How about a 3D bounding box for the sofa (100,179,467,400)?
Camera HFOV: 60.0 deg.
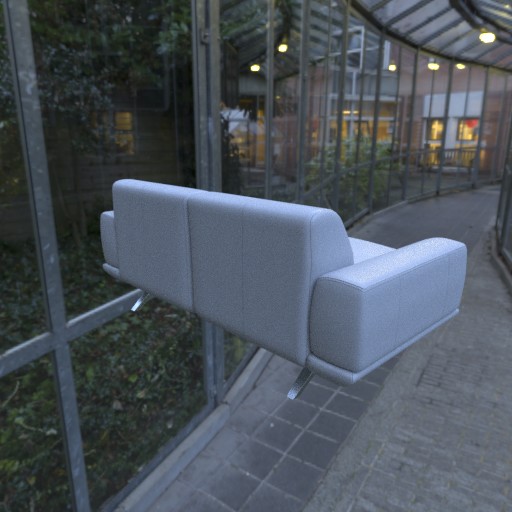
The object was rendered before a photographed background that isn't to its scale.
[{"bbox_3d":[0.000,0.000,2.400,0.900,0.772,1.901,-15,21,-42],"label":"sofa"}]
